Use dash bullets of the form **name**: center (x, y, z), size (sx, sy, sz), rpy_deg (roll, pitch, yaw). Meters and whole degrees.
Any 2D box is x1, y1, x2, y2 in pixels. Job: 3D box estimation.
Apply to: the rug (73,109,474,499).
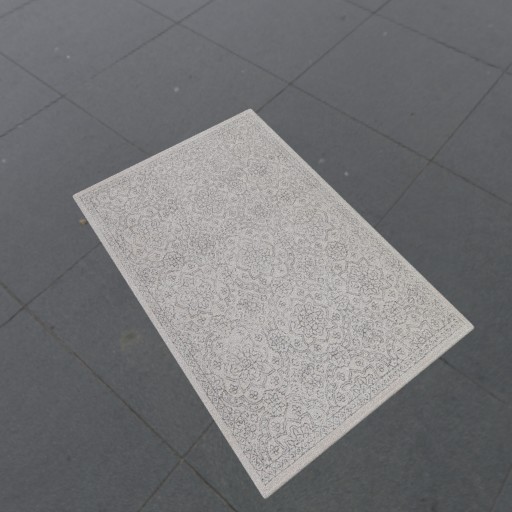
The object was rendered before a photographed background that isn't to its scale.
- **rug**: center (0.000, 0.000, 2.846), size (1.524, 0.011, 2.286), rpy_deg (-32, 64, -17)
